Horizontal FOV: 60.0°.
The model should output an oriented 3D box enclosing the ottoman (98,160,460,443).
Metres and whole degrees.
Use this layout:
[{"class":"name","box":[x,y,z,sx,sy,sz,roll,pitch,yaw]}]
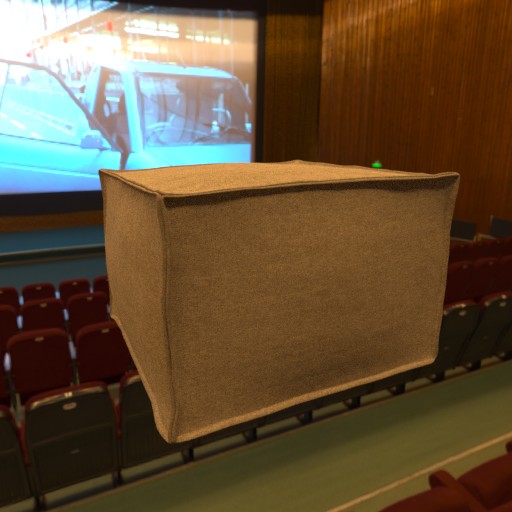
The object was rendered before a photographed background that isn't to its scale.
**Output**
[{"class":"ottoman","box":[0.000,0.000,1.154,0.707,0.470,0.696,-8,17,-26]}]
